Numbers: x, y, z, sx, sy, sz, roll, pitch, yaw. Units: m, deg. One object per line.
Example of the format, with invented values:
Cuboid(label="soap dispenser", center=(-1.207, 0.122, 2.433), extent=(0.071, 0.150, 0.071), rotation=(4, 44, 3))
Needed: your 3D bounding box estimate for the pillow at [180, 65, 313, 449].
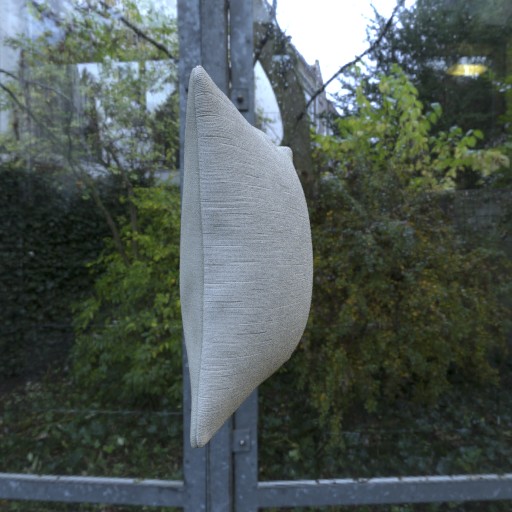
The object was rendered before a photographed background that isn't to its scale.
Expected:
Cuboid(label="pillow", center=(0.000, 0.000, 0.681), extent=(0.162, 0.420, 0.437), rotation=(0, 1, 18))
